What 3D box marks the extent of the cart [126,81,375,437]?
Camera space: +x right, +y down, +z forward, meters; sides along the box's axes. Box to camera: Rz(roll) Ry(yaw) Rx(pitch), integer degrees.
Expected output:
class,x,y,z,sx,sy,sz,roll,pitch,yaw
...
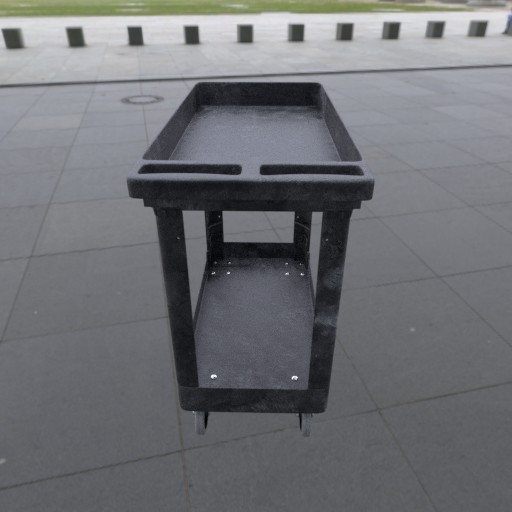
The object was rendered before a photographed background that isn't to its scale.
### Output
class,x,y,z,sx,sy,sz,roll,pitch,yaw
cart,0.000,0.000,1.314,0.420,0.824,0.877,1,31,1
